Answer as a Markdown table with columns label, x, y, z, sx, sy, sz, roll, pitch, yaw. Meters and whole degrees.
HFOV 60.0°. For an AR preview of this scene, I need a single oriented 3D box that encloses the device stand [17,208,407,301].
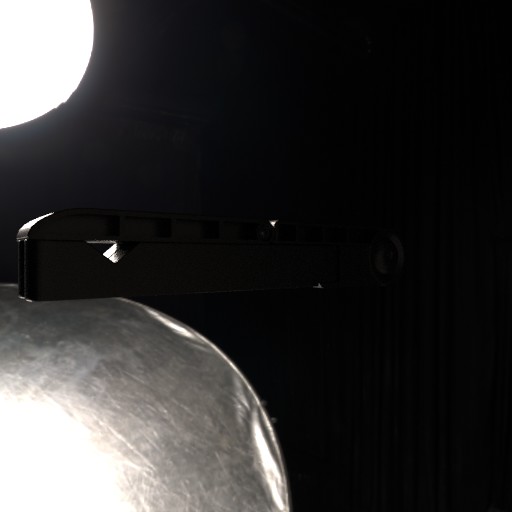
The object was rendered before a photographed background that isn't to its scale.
| label | x | y | z | sx | sy | sz | roll | pitch | yaw |
| --- | --- | --- | --- | --- | --- | --- | --- | --- | --- |
| device stand | 0.000 | 0.000 | 0.190 | 0.179 | 0.030 | 0.026 | 0 | 0 | -36 |
